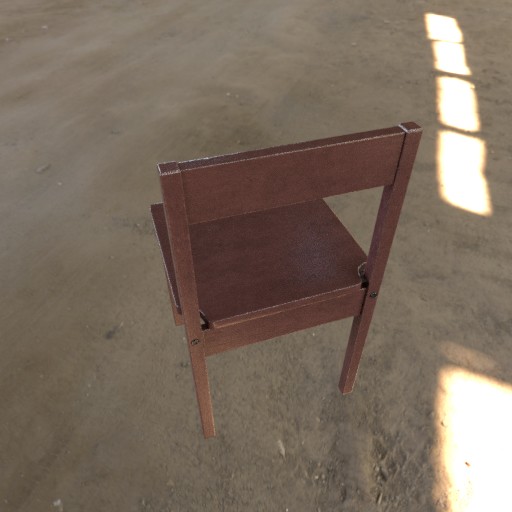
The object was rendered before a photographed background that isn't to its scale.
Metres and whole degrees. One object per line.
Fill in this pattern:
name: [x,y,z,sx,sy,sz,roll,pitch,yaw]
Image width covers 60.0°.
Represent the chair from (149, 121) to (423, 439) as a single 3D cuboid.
chair: [0.000,0.000,0.902,0.367,0.668,0.361,-13,44,-14]
